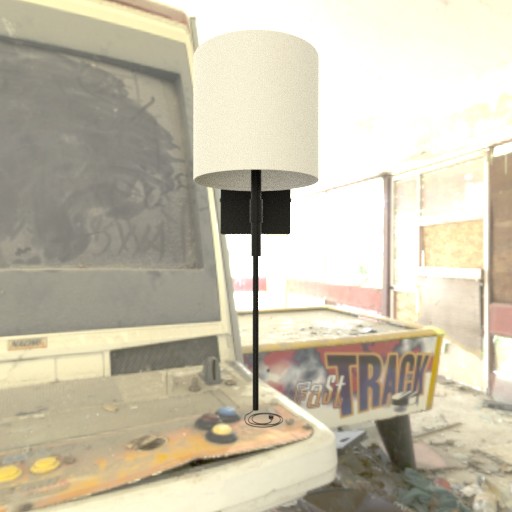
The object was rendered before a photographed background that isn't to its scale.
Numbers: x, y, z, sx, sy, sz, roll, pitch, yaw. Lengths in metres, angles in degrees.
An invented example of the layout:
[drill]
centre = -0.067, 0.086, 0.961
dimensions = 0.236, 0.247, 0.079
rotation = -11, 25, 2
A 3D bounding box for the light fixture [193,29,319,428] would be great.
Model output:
[light fixture]
centre = 0.000, 0.000, 0.700
dimensions = 0.188, 0.589, 0.248
rotation = 0, 0, 0
